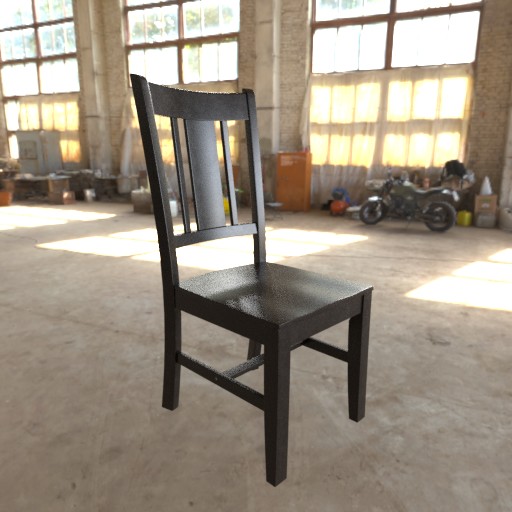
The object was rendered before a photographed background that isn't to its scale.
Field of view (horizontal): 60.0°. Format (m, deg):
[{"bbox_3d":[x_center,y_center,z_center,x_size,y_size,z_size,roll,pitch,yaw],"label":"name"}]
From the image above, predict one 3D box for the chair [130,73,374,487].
[{"bbox_3d":[0.000,0.000,1.286,0.555,0.998,0.450,13,19,43],"label":"chair"}]
